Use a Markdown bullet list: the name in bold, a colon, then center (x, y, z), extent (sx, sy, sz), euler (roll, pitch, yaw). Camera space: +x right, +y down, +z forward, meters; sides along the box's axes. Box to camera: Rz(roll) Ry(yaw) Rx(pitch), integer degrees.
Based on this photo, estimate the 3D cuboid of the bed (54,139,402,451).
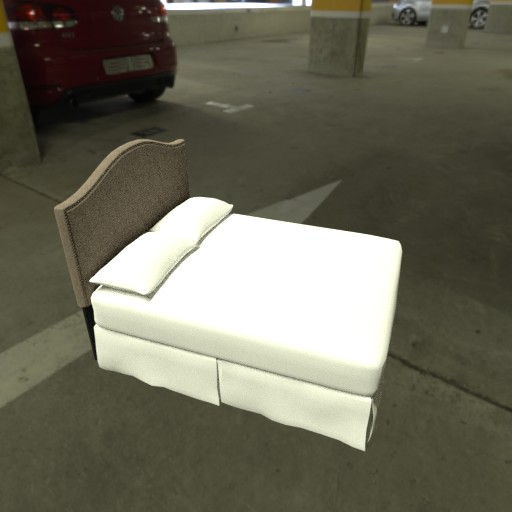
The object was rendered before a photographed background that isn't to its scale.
- **bed**: center (0.000, 0.000, 3.380), extent (2.153, 1.518, 1.713), euler (10, 32, 17)
